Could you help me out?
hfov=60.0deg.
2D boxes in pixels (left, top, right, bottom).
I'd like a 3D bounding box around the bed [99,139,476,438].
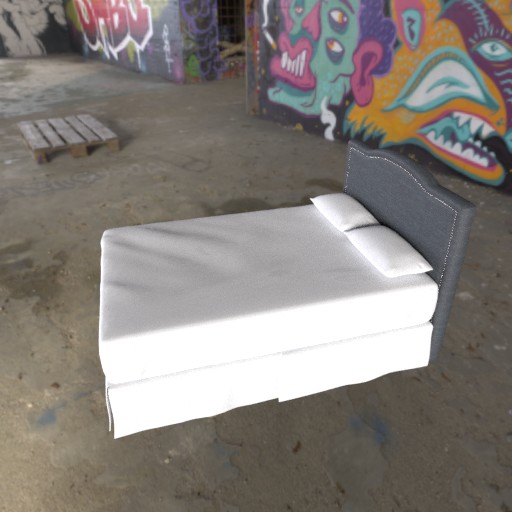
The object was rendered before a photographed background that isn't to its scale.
[{"bbox_3d":[0.000,0.000,3.547,2.507,1.441,1.747,-8,31,-14],"label":"bed"}]
